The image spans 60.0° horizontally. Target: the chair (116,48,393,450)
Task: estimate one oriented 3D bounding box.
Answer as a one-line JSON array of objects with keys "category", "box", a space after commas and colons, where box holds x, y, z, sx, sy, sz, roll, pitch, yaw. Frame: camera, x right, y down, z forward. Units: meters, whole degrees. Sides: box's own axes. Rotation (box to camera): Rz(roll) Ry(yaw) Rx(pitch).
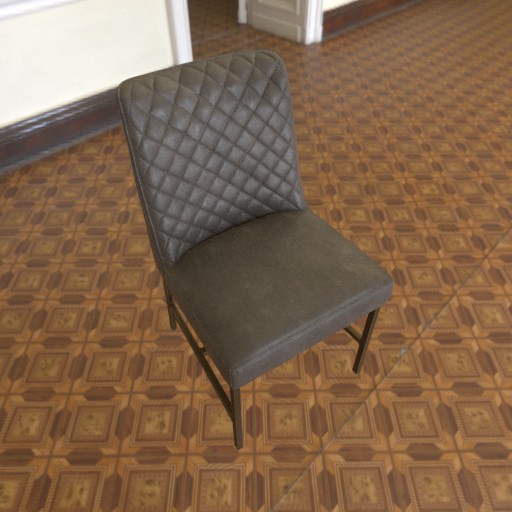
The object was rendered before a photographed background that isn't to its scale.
[{"category": "chair", "box": [0.000, 0.000, 1.234, 0.508, 0.889, 0.587, -24, 50, -23]}]
